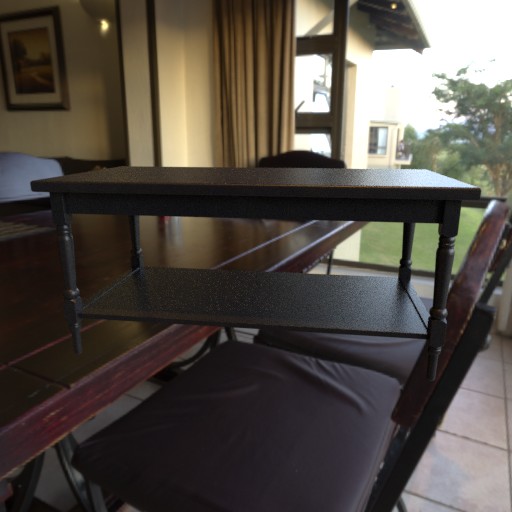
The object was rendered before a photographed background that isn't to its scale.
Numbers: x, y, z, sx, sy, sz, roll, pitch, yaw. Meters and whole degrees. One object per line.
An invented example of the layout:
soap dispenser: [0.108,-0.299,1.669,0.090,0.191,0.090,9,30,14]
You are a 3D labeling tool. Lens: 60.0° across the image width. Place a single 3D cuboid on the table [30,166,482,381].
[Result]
table: [0.000,0.000,1.402,1.107,0.510,0.550,2,16,8]
